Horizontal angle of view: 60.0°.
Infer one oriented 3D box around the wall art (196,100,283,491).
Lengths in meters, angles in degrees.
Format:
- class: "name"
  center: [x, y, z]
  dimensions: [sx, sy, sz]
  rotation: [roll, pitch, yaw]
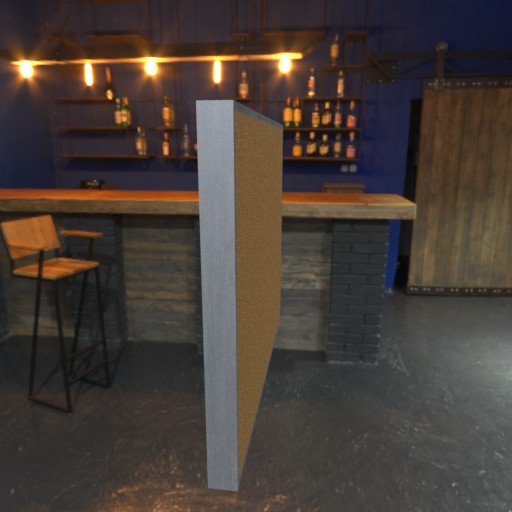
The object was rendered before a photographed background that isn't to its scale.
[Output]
- class: "wall art"
  center: [0.000, 0.000, 0.754]
  dimensions: [0.037, 0.450, 0.557]
  rotation: [2, 14, 8]
